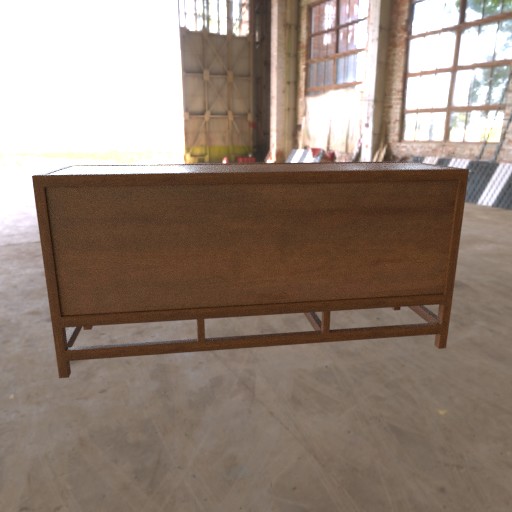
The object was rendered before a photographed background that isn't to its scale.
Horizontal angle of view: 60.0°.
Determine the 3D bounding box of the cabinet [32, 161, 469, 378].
[{"bbox_3d":[0.000,0.000,2.072,1.708,0.820,0.522,-2,16,-8],"label":"cabinet"}]
